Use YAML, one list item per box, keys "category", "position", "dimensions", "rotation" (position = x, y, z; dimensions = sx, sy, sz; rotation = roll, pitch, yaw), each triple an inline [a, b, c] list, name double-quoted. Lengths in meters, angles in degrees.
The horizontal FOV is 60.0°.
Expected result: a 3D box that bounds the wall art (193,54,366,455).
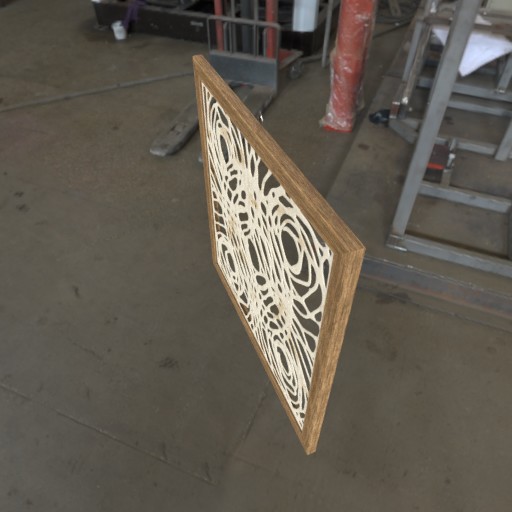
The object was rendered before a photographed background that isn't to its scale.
- category: "wall art"
  position: [0.000, 0.000, 0.842]
  dimensions: [0.021, 0.576, 0.561]
  rotation: [-17, 48, -16]
